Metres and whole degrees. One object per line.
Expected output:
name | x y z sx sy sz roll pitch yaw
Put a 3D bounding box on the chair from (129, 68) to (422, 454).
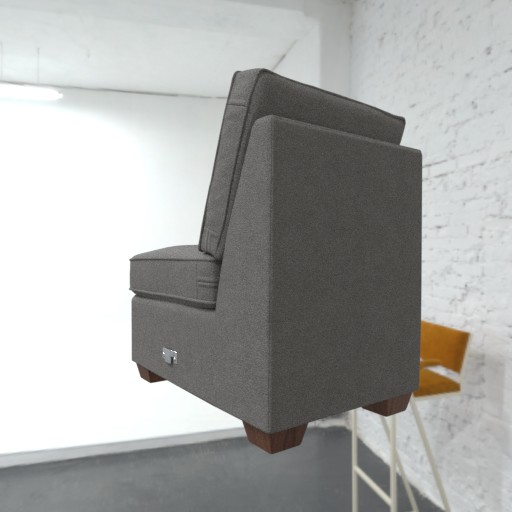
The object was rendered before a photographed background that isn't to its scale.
chair | 0.000 0.000 1.575 0.621 0.970 0.938 0 0 -36
